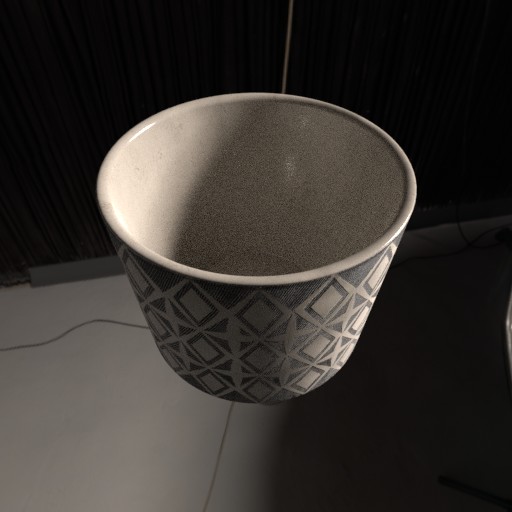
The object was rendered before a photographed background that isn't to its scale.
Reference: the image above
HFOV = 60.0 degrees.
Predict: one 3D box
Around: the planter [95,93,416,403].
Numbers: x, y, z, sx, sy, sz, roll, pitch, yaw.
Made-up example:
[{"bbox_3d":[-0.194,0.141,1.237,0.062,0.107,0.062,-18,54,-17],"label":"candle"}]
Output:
[{"bbox_3d":[0.000,0.000,0.449,0.260,0.220,0.260,0,46,0],"label":"planter"}]
